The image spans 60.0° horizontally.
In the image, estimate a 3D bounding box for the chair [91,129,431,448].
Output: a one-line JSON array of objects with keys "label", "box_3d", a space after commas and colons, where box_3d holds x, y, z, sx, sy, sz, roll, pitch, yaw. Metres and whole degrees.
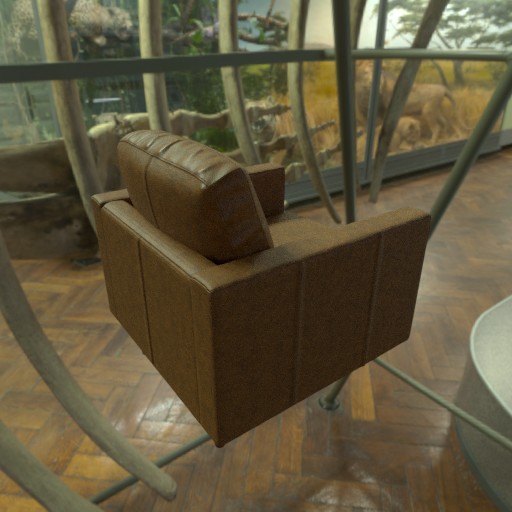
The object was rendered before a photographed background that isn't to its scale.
[{"label": "chair", "box_3d": [0.000, 0.000, 1.686, 0.909, 0.956, 0.890, -18, 31, -32]}]
